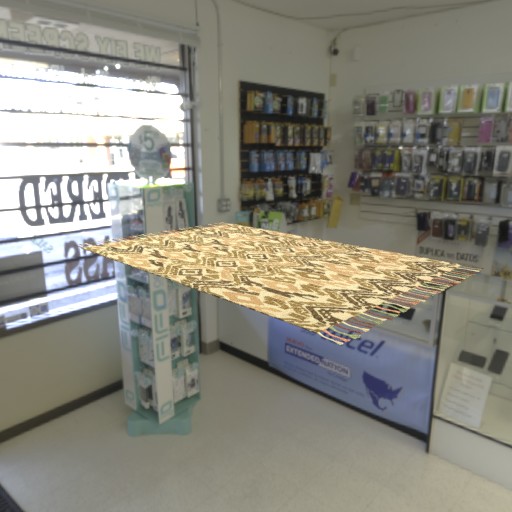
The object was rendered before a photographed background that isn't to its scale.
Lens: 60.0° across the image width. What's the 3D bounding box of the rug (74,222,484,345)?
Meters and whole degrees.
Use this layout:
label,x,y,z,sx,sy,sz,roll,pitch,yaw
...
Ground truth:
label,x,y,z,sx,sy,sz,roll,pitch,yaw
rug,0.000,0.000,3.003,2.438,0.008,1.524,13,19,43
